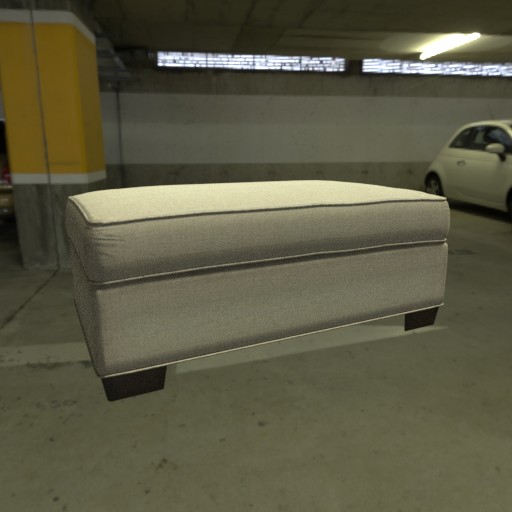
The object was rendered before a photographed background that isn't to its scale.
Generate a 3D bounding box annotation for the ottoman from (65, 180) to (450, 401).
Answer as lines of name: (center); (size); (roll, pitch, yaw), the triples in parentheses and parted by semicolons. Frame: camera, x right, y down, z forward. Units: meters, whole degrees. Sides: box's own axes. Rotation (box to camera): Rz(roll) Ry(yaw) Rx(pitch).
ottoman: (0.000, 0.000, 1.451); (1.097, 0.461, 0.617); (-7, 15, -26)
